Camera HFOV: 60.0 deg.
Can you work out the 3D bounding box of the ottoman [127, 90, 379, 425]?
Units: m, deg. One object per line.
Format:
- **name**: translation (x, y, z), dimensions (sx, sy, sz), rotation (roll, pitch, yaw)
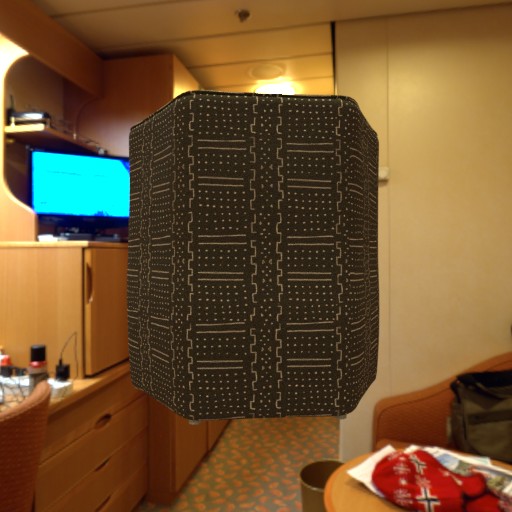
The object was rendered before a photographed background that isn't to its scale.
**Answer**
- **ottoman**: translation (0.000, 0.000, 0.868), dimensions (0.443, 0.502, 0.494), rotation (0, 0, -36)
